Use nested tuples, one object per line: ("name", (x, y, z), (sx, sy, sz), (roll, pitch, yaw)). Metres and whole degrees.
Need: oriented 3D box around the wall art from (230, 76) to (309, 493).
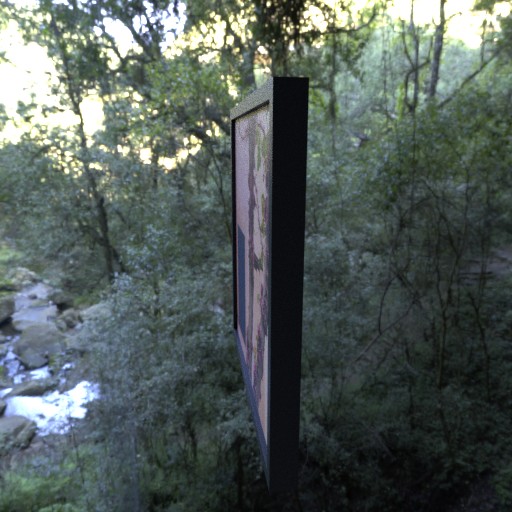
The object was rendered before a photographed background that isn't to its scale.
("wall art", (0.000, 0.000, 0.761), (0.038, 0.508, 0.508), (-2, 15, -8))
